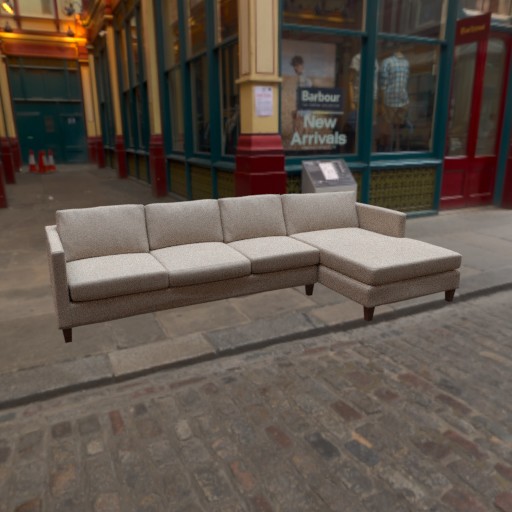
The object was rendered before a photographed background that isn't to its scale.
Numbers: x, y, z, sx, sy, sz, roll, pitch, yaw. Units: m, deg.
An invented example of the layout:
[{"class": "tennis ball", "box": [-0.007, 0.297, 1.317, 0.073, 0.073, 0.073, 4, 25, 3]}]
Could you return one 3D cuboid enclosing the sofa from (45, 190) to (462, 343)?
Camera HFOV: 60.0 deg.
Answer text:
[{"class": "sofa", "box": [0.000, 0.000, 3.782, 3.186, 0.846, 1.625, -8, 18, -26]}]
